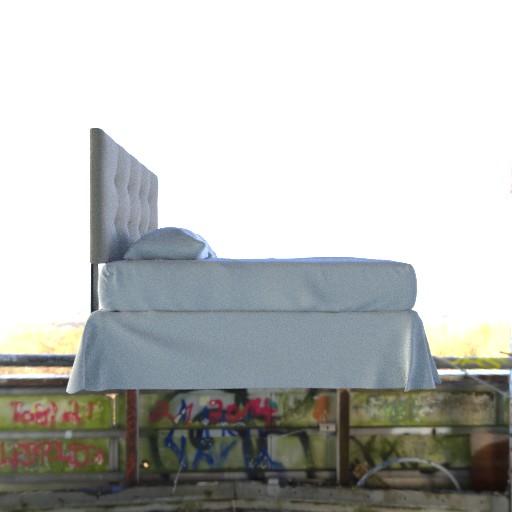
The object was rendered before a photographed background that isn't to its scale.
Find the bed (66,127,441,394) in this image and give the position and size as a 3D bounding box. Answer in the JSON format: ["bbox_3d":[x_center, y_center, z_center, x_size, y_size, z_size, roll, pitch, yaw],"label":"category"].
[{"bbox_3d":[0.000,0.000,3.506,2.222,1.577,1.936,0,0,-1],"label":"bed"}]
